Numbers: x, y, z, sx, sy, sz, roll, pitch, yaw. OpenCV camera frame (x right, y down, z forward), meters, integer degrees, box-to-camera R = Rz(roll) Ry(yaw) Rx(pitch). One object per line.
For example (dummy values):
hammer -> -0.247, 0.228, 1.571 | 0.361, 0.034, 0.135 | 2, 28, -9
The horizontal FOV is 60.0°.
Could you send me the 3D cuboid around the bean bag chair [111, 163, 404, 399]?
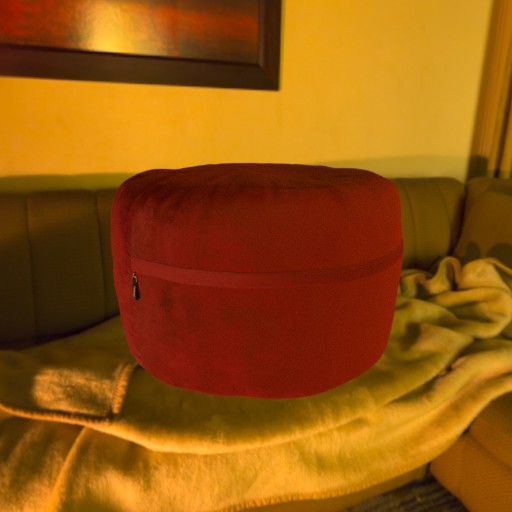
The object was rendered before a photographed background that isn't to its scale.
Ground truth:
bean bag chair -> 0.000, 0.000, 1.956 | 1.219, 0.762, 1.219 | 0, 16, 0
